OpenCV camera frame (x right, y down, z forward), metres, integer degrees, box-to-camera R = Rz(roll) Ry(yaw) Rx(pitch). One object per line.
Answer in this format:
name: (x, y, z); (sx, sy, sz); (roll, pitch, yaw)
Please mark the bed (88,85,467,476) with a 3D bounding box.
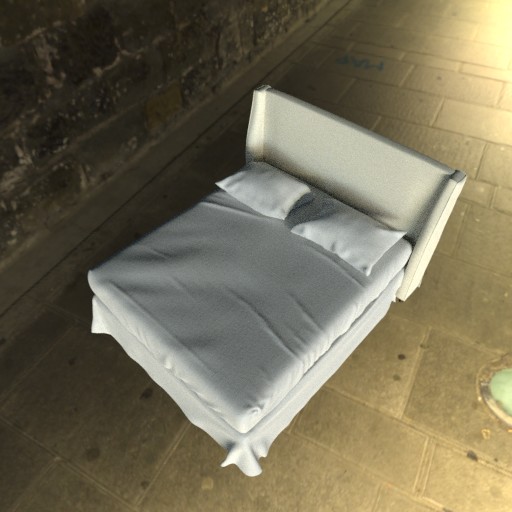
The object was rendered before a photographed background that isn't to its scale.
bed: (0.000, 0.000, 3.408); (1.925, 1.332, 2.276); (35, 56, 27)
